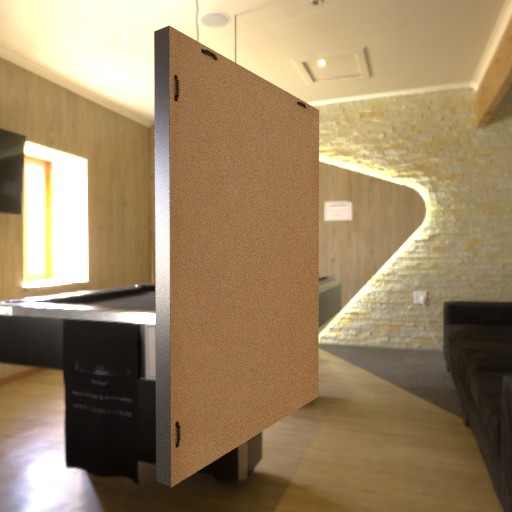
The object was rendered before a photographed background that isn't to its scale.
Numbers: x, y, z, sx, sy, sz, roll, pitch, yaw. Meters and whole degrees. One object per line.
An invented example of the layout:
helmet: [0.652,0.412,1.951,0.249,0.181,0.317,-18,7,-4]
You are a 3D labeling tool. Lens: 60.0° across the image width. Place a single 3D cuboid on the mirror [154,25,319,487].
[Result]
mirror: [0.000,0.000,0.897,0.039,0.710,0.507,1,1,35]
